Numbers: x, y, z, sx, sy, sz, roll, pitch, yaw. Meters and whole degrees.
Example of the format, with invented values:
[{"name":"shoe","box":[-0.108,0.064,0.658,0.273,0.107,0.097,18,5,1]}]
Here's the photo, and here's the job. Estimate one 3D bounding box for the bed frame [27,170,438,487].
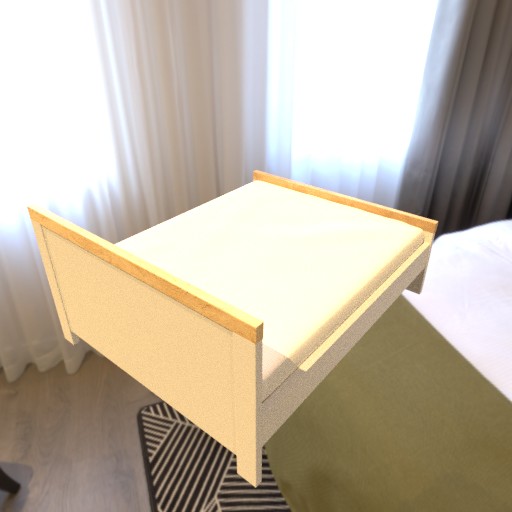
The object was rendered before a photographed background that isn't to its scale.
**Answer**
[{"name":"bed frame","box":[0.000,0.000,2.979,1.670,0.980,2.050,23,38,33]}]
